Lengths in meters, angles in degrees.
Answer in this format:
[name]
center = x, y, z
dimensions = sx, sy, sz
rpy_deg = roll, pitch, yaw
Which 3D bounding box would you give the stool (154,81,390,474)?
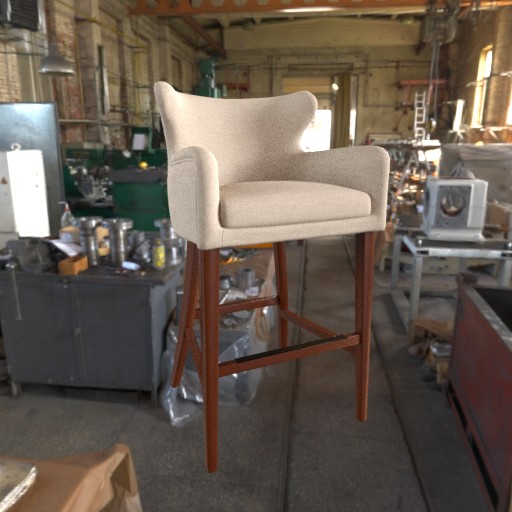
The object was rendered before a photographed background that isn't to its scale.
[stool]
center = 0.000, 0.000, 1.399
dimensions = 0.556, 1.034, 0.563
rpy_deg = -7, 16, -25
